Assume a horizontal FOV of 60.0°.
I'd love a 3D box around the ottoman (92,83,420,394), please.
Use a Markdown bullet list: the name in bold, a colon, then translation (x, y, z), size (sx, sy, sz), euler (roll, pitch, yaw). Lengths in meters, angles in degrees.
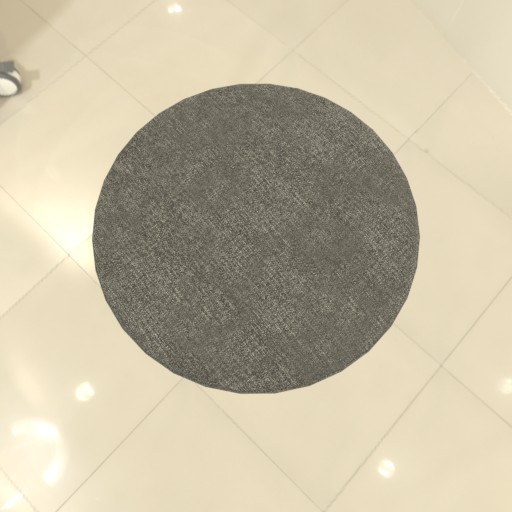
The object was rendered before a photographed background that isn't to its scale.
- **ottoman**: translation (0.000, 0.000, 0.851), size (0.500, 0.419, 0.500), euler (0, 74, 0)
